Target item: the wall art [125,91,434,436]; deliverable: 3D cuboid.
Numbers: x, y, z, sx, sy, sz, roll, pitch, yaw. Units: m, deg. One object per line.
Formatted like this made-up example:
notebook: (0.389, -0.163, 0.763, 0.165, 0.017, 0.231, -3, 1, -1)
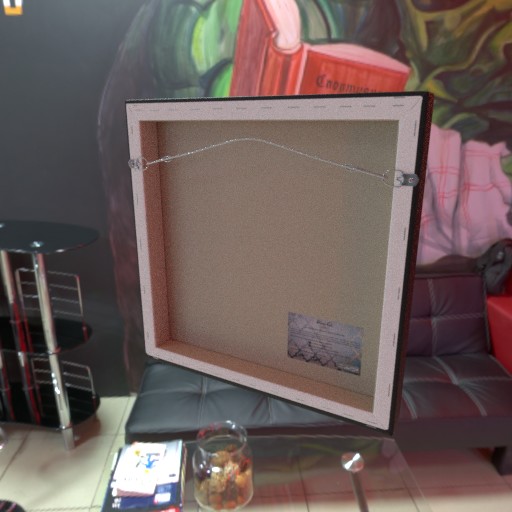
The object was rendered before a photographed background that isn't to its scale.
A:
wall art: (0.000, 0.000, 0.600, 0.406, 0.407, 0.041, 9, 19, 28)
